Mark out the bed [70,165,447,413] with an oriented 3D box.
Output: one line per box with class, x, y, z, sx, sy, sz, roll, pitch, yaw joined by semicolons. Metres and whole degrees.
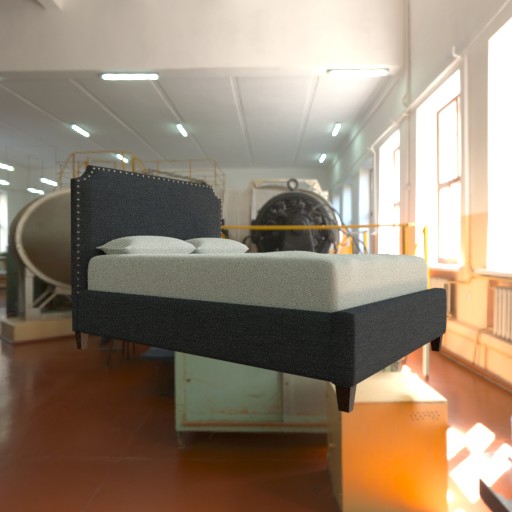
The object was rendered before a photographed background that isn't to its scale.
bed;0.000;0.000;3.408;2.372;1.443;1.713;1;1;37
